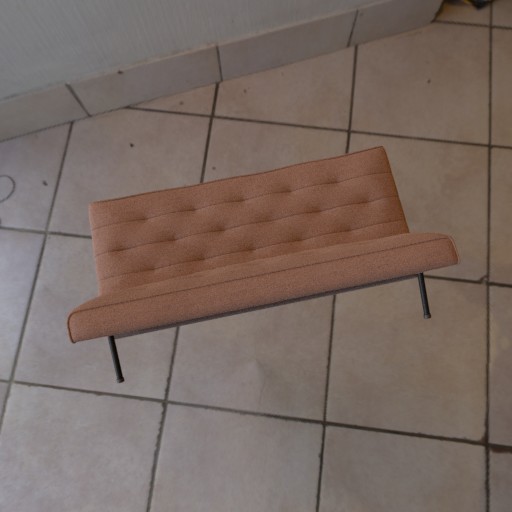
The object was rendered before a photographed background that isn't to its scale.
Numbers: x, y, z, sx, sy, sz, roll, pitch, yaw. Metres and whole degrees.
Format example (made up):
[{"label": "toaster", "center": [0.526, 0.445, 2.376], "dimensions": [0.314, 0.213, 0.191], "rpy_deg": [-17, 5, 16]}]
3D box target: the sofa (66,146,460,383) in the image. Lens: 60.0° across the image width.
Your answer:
[{"label": "sofa", "center": [0.000, 0.000, 2.427], "dimensions": [1.820, 0.810, 1.038], "rpy_deg": [-11, 77, -3]}]
